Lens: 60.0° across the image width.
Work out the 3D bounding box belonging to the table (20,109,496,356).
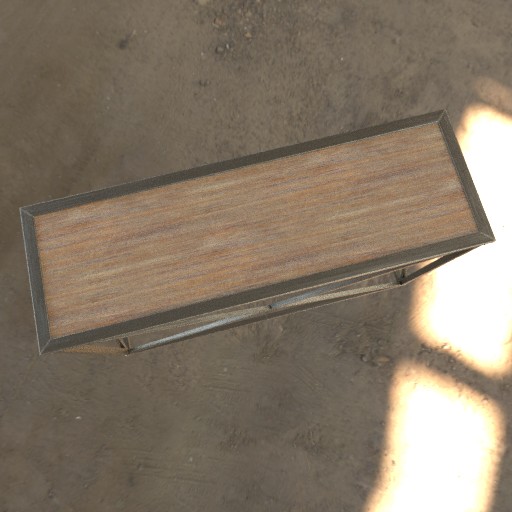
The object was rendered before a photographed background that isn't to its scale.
[{"bbox_3d":[0.000,0.000,1.551,1.216,0.753,0.402,-14,77,-3],"label":"table"}]
